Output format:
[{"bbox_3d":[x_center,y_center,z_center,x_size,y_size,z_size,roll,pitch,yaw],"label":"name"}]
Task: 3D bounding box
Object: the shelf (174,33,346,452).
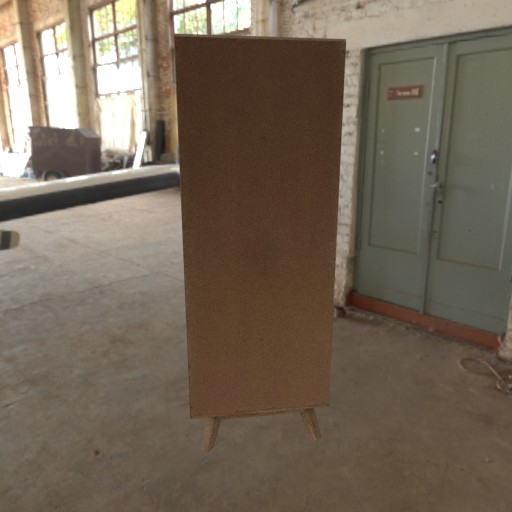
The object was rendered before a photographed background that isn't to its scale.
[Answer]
[{"bbox_3d":[0.000,0.000,1.535,0.491,1.342,0.267,-2,15,-8],"label":"shelf"}]
